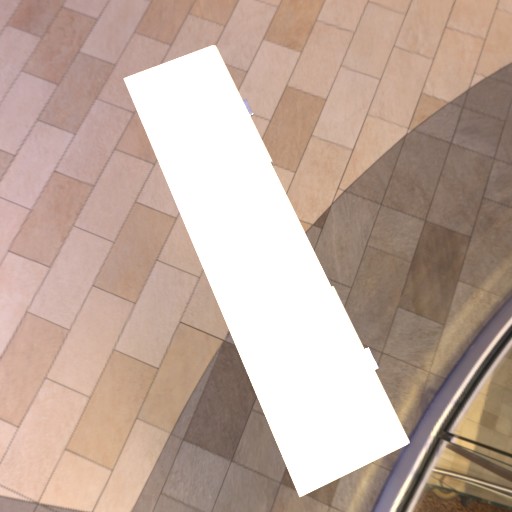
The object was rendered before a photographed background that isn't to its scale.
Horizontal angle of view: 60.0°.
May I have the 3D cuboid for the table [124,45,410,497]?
[{"bbox_3d":[0.000,0.000,1.715,0.400,0.440,1.550,-23,77,-6],"label":"table"}]
